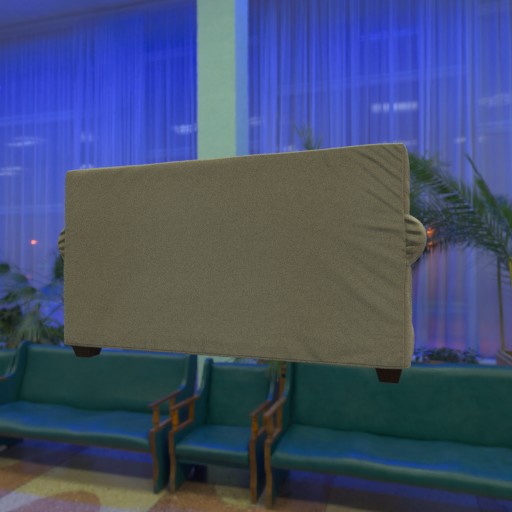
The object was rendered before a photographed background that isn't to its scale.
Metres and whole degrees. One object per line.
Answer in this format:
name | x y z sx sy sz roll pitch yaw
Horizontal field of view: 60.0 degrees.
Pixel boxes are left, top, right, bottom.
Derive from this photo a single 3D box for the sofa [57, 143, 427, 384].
sofa | 0.000 0.000 2.200 1.550 0.905 1.070 0 -1 19
